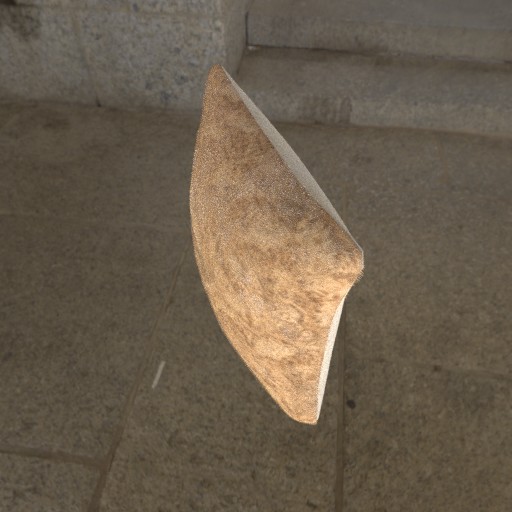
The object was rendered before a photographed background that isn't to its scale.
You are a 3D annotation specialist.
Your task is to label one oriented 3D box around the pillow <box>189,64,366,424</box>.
[{"bbox_3d":[0.000,0.000,0.834,0.216,0.525,0.538,-15,49,-14],"label":"pillow"}]
